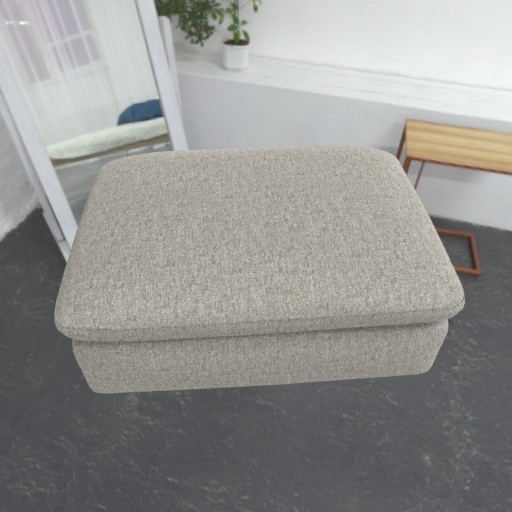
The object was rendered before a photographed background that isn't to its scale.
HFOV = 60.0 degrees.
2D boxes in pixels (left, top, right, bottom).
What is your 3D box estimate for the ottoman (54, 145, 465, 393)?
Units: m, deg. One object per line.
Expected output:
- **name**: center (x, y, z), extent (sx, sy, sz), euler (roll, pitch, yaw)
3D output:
- **ottoman**: center (0.000, 0.000, 1.333), extent (0.977, 0.451, 0.694), euler (-3, 46, -3)
